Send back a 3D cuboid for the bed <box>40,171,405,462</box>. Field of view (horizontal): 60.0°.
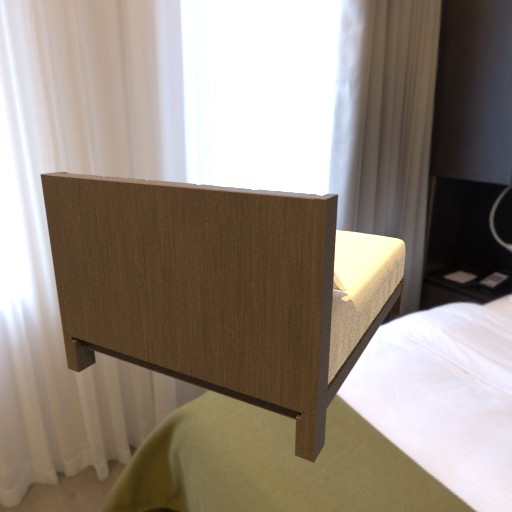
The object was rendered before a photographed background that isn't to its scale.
[{"bbox_3d":[0.000,0.000,3.153,1.735,1.261,1.992,9,19,28],"label":"bed"}]
